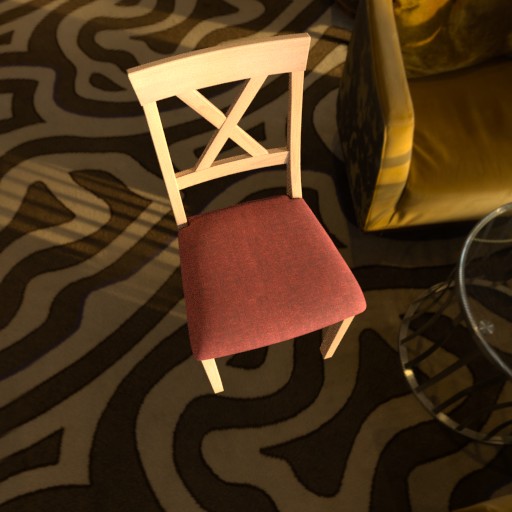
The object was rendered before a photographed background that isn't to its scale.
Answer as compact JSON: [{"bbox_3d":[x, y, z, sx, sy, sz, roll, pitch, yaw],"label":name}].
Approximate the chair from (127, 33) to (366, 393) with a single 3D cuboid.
[{"bbox_3d":[0.000,0.000,1.174,0.439,0.912,0.492,-15,63,-8],"label":"chair"}]
